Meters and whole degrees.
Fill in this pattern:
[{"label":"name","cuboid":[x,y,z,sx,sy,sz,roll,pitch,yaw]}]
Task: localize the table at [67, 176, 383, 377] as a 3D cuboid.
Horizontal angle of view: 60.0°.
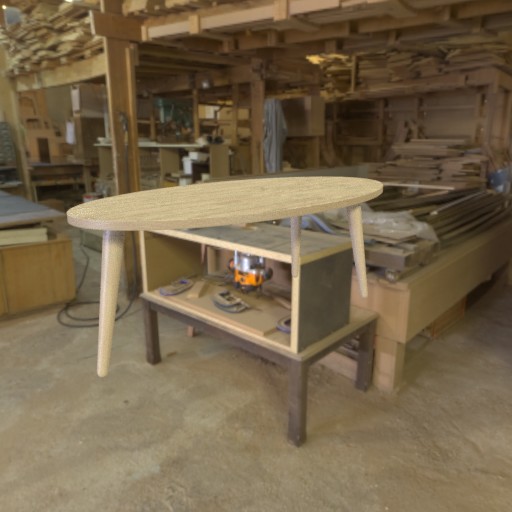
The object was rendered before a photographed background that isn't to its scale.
[{"label":"table","cuboid":[0.000,0.000,1.348,1.083,0.390,0.542,-15,22,-42]}]
